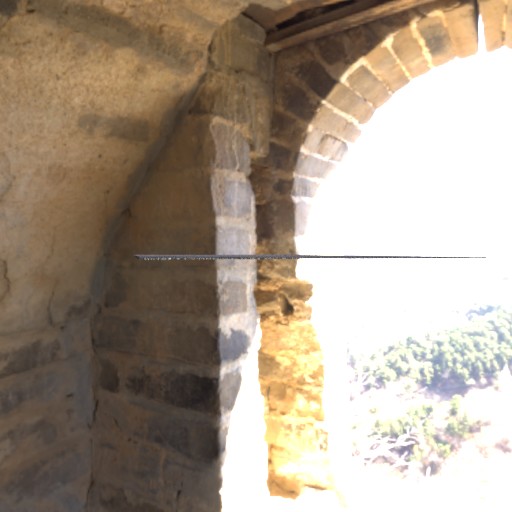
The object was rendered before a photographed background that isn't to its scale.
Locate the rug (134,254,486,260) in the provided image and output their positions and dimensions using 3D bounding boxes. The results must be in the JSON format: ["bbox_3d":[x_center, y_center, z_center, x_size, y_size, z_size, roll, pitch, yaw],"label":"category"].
[{"bbox_3d":[0.000,0.000,2.305,1.220,0.005,1.828,0,0,-16],"label":"rug"}]
